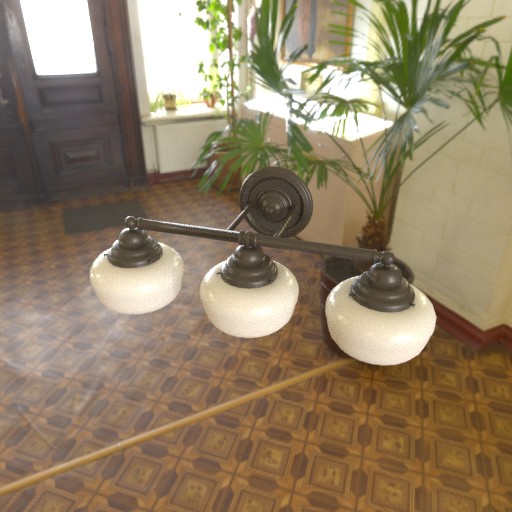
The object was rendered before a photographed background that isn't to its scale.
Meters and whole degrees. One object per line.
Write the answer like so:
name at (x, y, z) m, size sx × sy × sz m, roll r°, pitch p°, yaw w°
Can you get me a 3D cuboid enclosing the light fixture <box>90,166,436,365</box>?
light fixture at (0.000, 0.000, 0.751) m, size 0.587 × 0.242 × 0.239 m, roll 8°, pitch 29°, yaw 15°
